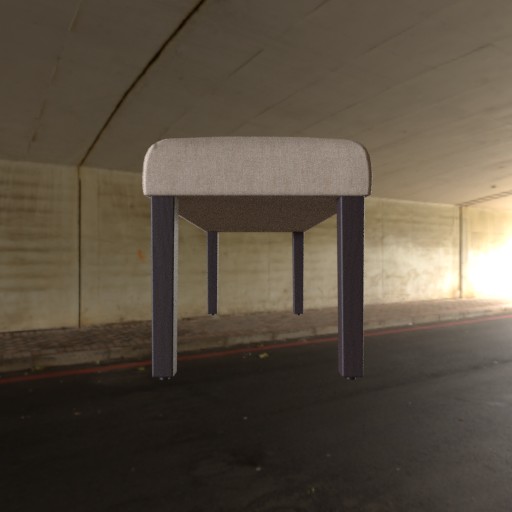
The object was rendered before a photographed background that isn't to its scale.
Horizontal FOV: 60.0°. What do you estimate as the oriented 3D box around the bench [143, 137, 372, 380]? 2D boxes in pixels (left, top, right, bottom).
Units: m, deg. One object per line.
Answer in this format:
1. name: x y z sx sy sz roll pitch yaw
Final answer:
1. bench: 0.000 0.000 1.280 0.407 0.456 1.013 0 -1 0
